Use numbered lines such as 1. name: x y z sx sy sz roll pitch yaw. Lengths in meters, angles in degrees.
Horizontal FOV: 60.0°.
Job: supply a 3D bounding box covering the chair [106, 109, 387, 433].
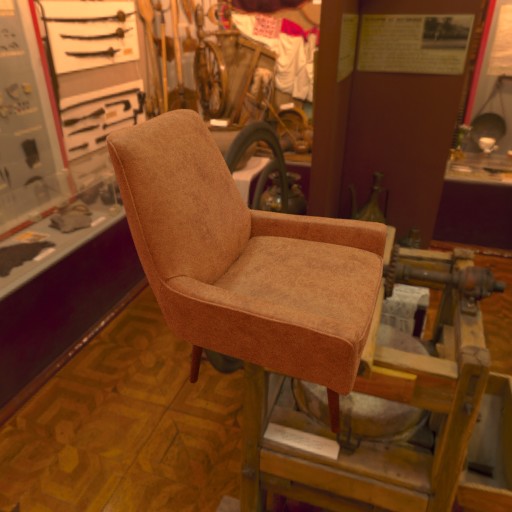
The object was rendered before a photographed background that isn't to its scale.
1. chair: 0.000 0.000 1.553 0.851 0.883 0.753 10 31 18
